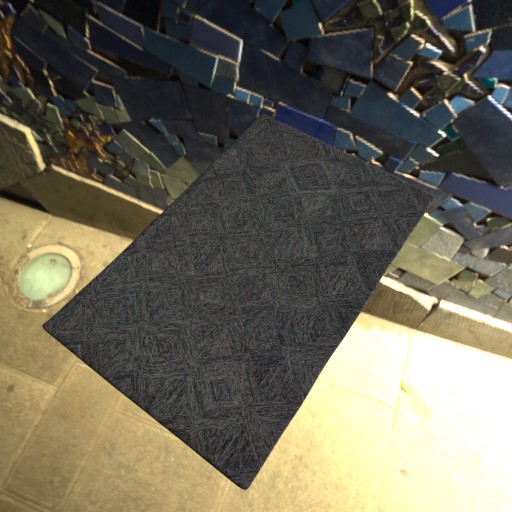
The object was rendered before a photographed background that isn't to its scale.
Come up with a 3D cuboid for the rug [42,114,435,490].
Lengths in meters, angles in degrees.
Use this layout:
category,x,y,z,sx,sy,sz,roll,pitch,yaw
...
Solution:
category,x,y,z,sx,sy,sz,roll,pitch,yaw
rug,0.000,0.000,2.211,1.158,0.013,1.752,31,63,18
